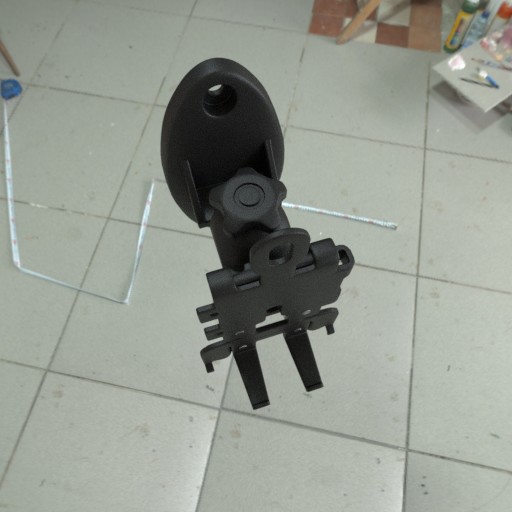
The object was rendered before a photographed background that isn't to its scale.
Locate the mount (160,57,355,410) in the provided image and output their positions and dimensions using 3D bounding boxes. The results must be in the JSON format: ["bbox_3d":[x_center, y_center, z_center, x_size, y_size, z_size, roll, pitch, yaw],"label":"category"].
[{"bbox_3d":[0.000,0.000,0.176,0.066,0.118,0.100,-16,66,-7],"label":"mount"}]
